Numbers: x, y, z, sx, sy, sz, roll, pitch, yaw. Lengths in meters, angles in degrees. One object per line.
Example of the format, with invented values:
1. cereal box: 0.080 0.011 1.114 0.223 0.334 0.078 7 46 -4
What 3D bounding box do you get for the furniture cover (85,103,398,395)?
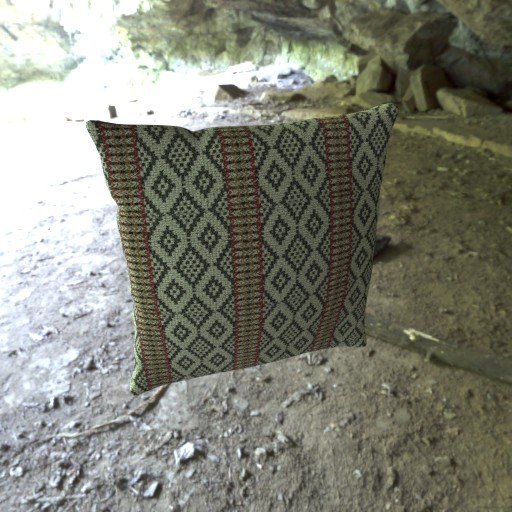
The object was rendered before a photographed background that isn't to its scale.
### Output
1. furniture cover: 0.000 0.000 0.799 0.503 0.506 0.182 -8 27 -16
